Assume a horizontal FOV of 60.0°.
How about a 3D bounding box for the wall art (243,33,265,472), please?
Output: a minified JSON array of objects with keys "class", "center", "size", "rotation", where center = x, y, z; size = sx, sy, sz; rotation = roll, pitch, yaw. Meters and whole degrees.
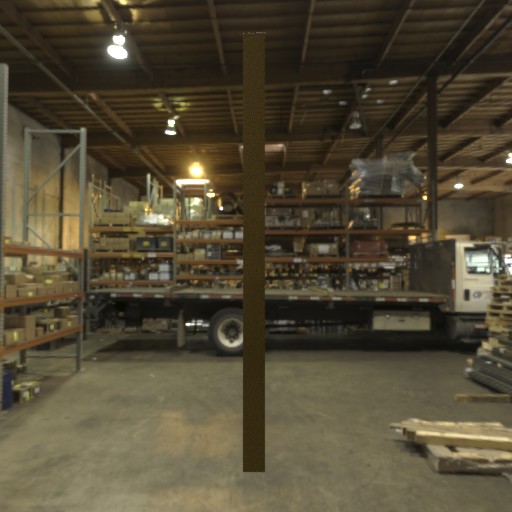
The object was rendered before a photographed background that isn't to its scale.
[{"class":"wall art","center":[0.000,0.000,1.149],"size":[0.038,0.762,0.762],"rotation":[0,-2,1]}]
